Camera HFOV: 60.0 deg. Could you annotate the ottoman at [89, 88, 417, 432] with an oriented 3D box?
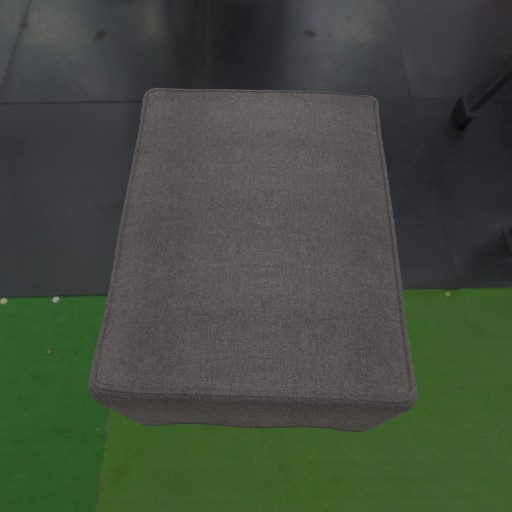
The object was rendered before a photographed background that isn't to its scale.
[{"bbox_3d":[0.000,0.000,1.194,0.652,0.492,0.833,1,63,1],"label":"ottoman"}]
